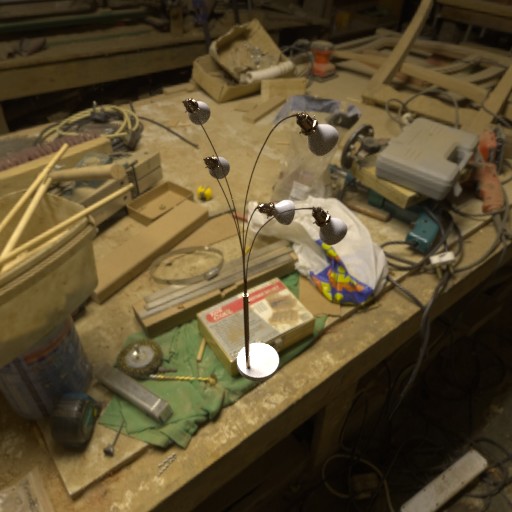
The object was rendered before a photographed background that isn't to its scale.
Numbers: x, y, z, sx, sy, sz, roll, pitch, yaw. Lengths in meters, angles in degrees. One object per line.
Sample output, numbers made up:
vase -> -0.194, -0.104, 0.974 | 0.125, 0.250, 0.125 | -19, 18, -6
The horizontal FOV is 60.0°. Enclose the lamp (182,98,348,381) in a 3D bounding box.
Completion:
lamp -> 0.000, 0.000, 3.051 | 0.361, 2.423, 1.405 | -26, 47, -27
